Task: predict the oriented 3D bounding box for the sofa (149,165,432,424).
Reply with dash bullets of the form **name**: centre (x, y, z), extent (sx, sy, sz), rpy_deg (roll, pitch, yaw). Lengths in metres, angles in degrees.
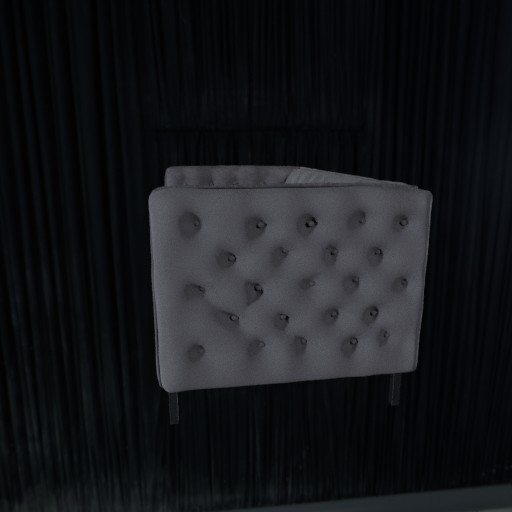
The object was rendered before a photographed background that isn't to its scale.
- **sofa**: centre (0.000, 0.000, 2.153), extent (0.909, 0.810, 1.583), rpy_deg (-2, 14, -9)
